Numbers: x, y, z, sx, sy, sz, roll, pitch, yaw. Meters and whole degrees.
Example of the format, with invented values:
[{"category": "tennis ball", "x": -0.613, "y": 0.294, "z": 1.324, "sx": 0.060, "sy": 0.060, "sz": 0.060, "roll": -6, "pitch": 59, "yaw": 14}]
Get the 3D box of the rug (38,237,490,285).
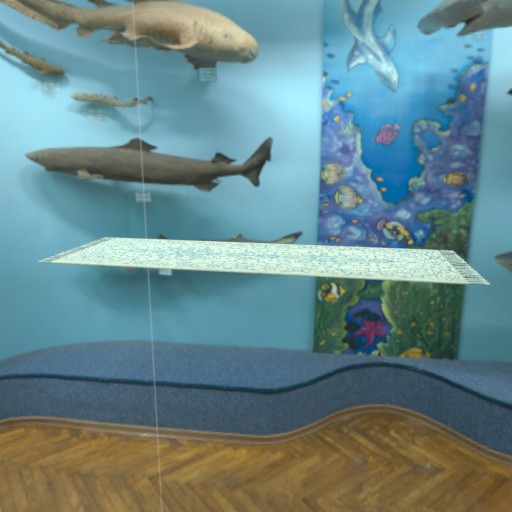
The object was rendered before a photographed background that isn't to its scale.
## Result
[{"category": "rug", "x": 0.000, "y": 0.000, "z": 2.720, "sx": 2.449, "sy": 0.011, "sz": 0.774, "roll": 3, "pitch": 13, "yaw": 11}]
